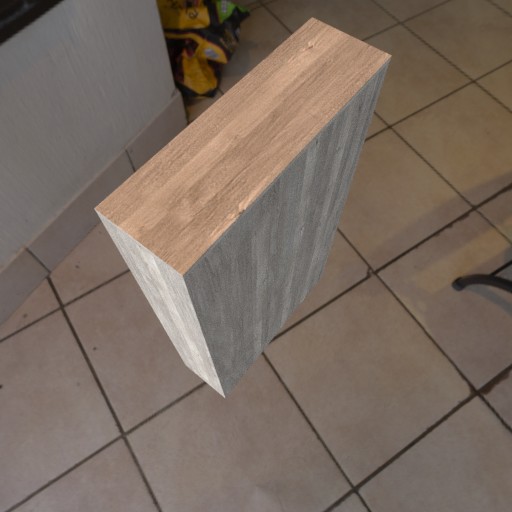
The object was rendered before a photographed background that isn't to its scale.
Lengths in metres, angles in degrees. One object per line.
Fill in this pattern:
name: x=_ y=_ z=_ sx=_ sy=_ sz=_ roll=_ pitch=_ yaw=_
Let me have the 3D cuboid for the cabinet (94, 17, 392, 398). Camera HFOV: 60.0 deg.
cabinet: x=0.000 y=0.000 z=1.546 sx=0.250 sy=1.280 sz=0.750 roll=35 pitch=68 yaw=17
